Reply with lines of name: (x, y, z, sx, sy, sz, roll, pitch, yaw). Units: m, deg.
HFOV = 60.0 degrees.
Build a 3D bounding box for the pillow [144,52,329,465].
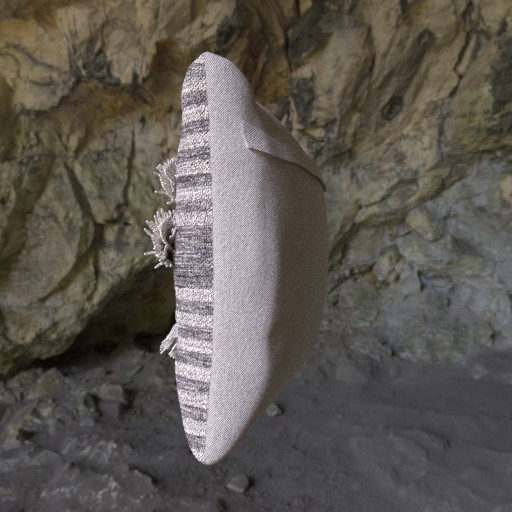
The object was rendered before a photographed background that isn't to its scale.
pillow: (0.000, 0.000, 0.750, 0.234, 0.490, 0.484, 0, 0, 17)
